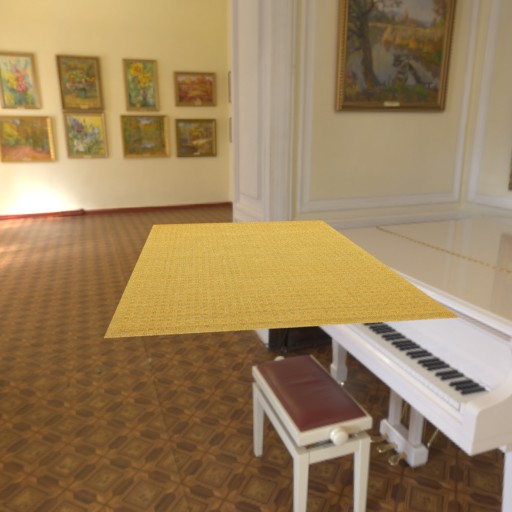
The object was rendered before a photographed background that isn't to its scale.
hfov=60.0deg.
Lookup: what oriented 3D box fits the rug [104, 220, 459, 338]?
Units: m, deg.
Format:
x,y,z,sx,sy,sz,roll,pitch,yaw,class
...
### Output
x,y,z,sx,sy,sz,roll,pitch,yaw,class
0.000,0.000,3.816,1.981,0.006,2.895,-2,16,-7,rug
